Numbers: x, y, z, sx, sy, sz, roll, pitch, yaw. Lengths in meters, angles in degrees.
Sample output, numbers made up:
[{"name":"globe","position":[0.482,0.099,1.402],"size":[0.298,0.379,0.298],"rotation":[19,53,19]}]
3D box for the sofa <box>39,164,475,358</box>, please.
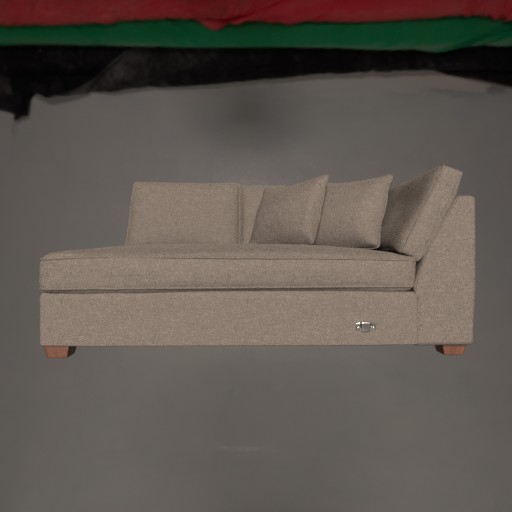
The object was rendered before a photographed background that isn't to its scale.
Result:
[{"name":"sofa","position":[0.000,0.000,2.751],"size":[2.237,1.033,1.110],"rotation":[0,0,-1]}]
